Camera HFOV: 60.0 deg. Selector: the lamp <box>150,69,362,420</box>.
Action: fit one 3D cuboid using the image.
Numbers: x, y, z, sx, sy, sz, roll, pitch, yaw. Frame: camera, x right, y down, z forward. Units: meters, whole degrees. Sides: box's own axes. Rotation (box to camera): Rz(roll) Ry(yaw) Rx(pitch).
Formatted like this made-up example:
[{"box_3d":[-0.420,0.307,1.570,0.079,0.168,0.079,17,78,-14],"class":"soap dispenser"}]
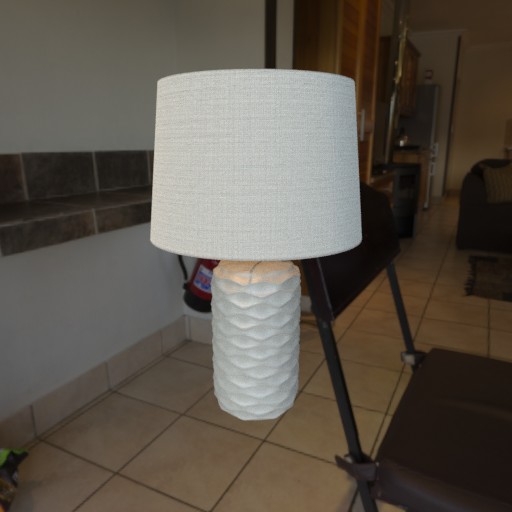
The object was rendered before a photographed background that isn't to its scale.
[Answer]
[{"box_3d":[0.000,0.000,0.817,0.376,0.594,0.376,0,14,0],"class":"lamp"}]
